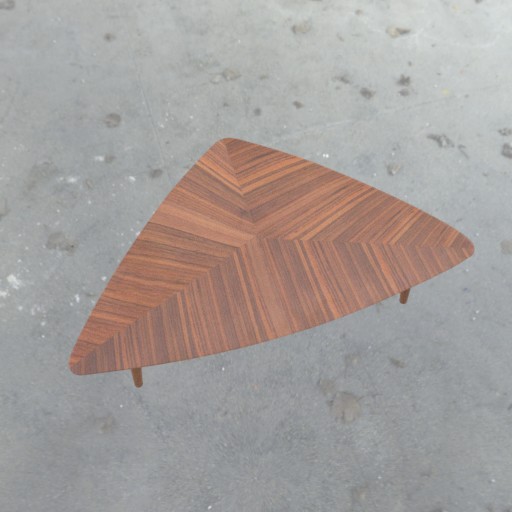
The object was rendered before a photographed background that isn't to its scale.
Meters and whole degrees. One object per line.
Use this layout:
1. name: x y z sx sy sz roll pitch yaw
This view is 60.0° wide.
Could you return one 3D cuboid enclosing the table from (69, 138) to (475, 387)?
1. table: 0.000 0.000 1.303 1.008 0.365 0.601 -16 64 -8
